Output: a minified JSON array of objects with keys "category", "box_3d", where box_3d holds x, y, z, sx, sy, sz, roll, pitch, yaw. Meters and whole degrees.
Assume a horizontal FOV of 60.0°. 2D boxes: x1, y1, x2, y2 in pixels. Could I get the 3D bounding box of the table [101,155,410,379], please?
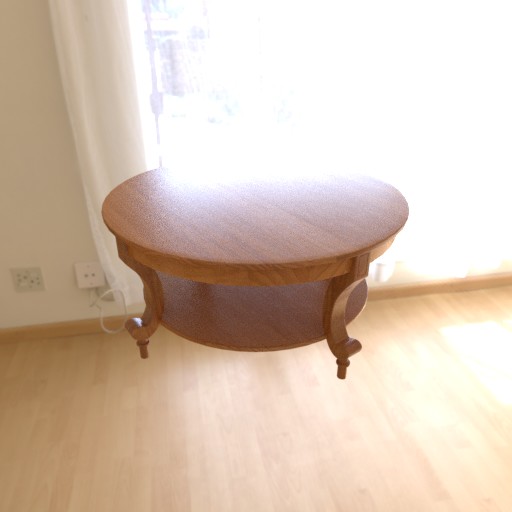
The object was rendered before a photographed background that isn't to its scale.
[{"category":"table","box_3d":[0.000,0.000,1.652,1.029,0.490,1.029,0,28,0]}]
